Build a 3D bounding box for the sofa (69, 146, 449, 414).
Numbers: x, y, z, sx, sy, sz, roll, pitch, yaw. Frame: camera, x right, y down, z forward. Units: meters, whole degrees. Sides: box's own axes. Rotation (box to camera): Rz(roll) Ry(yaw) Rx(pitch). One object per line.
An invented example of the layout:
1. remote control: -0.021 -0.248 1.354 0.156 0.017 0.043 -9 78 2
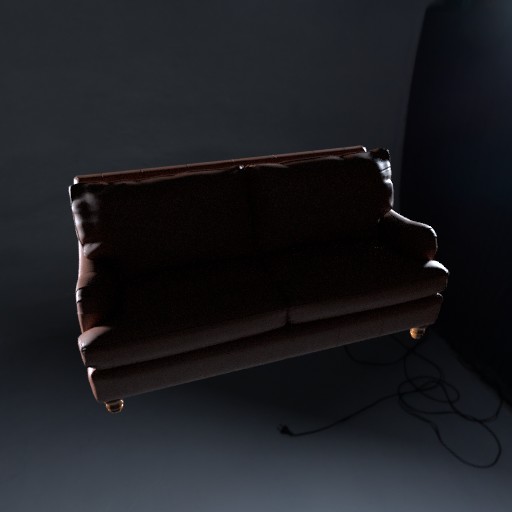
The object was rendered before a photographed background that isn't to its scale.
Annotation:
1. sofa: 0.000 0.000 2.819 2.144 1.071 1.147 -10 32 -16
